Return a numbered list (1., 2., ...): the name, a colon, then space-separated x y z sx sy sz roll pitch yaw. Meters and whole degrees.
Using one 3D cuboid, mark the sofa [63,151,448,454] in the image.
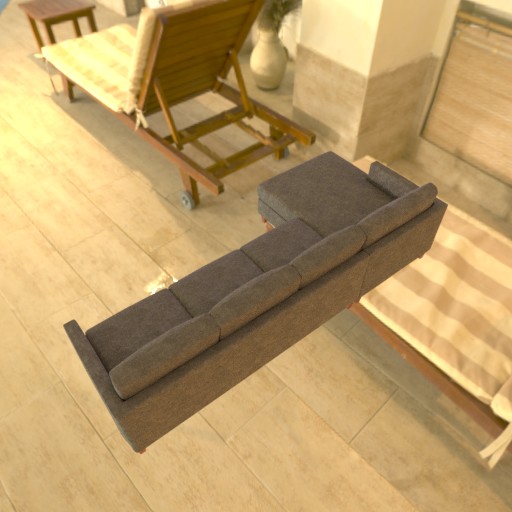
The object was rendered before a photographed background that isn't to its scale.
1. sofa: 0.000 0.000 4.142 3.471 0.954 1.606 -29 54 -24
